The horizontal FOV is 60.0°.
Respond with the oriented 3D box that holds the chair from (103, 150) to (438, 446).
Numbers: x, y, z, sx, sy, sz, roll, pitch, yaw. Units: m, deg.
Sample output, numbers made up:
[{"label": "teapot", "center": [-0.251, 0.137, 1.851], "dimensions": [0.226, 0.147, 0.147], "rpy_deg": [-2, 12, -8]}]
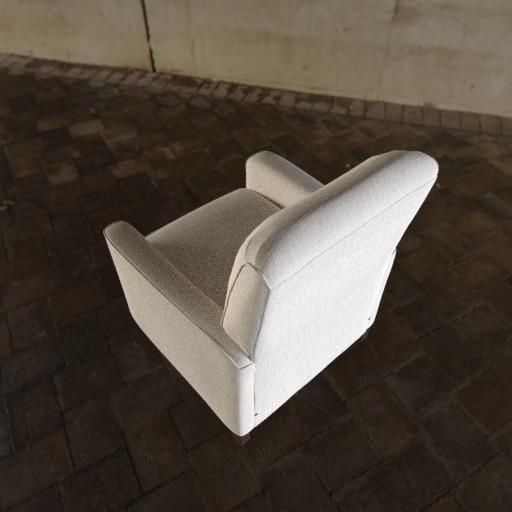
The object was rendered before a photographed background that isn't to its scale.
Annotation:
[{"label": "chair", "center": [0.000, 0.000, 1.656], "dimensions": [0.841, 1.028, 0.858], "rpy_deg": [-32, 54, -28]}]
